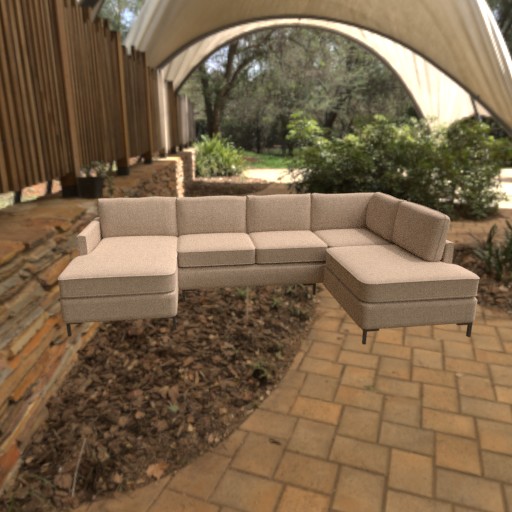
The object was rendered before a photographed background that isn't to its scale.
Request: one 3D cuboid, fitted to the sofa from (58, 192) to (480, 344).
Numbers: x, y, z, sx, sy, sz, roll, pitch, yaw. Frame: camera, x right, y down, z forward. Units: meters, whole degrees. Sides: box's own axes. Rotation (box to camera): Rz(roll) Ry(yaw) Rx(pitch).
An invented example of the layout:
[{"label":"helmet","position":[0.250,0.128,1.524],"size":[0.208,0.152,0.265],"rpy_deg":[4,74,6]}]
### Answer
[{"label":"sofa","position":[0.000,0.000,4.315],"size":[3.423,0.996,2.021],"rpy_deg":[-2,16,-8]}]
